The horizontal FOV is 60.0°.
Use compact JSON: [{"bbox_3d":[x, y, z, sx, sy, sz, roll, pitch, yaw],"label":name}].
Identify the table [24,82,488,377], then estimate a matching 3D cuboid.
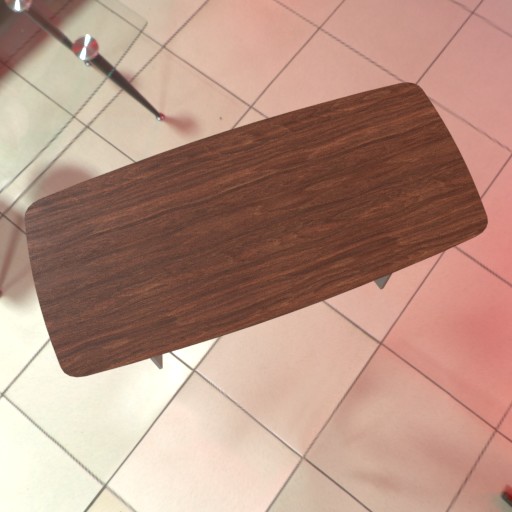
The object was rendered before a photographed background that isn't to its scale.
[{"bbox_3d":[0.000,0.000,1.075,0.804,0.576,0.361,-19,77,-5],"label":"table"}]
